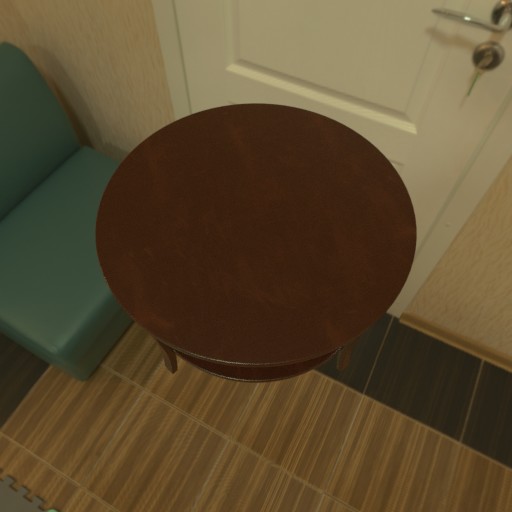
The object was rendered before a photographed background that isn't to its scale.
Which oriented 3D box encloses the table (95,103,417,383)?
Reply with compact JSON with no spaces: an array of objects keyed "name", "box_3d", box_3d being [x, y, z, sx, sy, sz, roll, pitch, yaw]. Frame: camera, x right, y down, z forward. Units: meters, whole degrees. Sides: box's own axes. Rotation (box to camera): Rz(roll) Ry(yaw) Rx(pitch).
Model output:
[{"name":"table","box_3d":[0.000,0.000,1.493,0.911,0.512,0.911,0,59,0]}]
